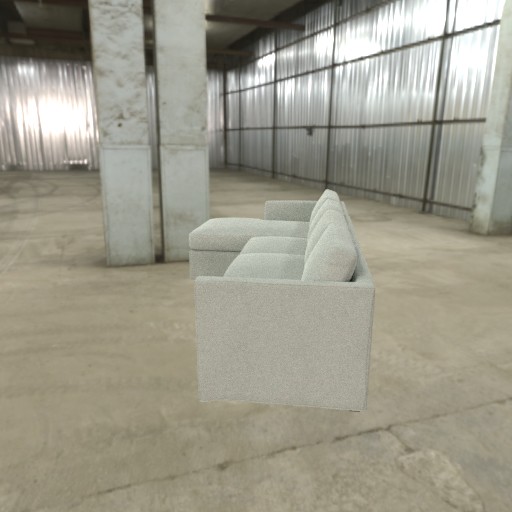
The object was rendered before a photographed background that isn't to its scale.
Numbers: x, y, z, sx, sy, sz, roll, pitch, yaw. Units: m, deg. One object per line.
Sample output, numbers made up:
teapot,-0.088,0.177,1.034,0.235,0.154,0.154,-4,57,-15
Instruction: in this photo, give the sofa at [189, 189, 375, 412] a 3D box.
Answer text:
sofa,0.000,0.000,3.876,1.650,0.922,3.205,2,15,8
